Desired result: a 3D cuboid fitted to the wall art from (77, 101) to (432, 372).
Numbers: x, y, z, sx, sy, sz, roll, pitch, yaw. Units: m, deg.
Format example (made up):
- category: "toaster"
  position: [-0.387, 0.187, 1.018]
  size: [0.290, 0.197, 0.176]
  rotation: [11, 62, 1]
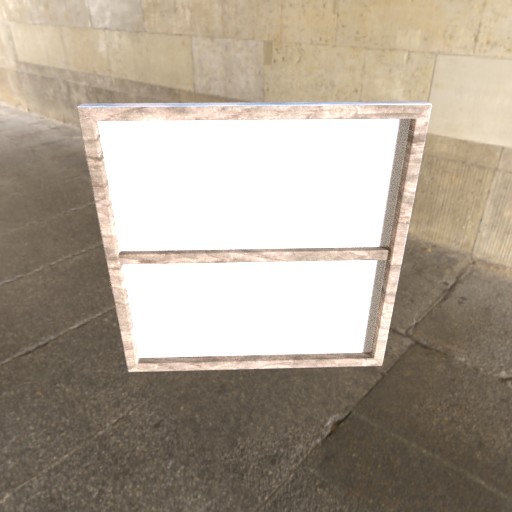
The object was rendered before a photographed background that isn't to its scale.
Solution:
- category: "wall art"
  position: [0.000, 0.000, 1.128]
  size: [0.747, 0.747, 0.035]
  rotation: [-1, 30, -2]
